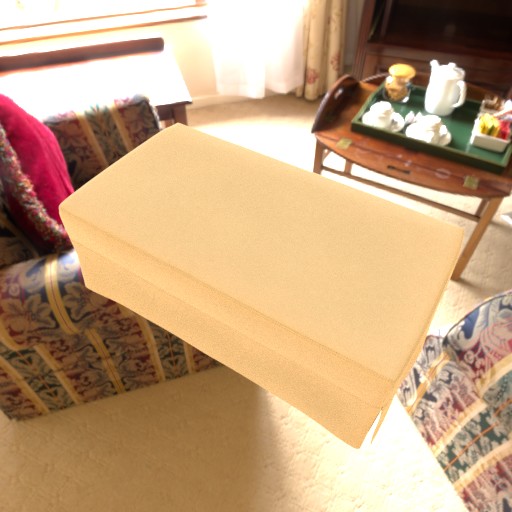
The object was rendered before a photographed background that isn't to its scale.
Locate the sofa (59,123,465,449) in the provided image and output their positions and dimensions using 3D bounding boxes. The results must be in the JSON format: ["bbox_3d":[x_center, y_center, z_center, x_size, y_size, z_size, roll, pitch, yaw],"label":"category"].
[{"bbox_3d":[0.000,0.000,2.144,1.677,0.552,0.939,25,52,21],"label":"sofa"}]
